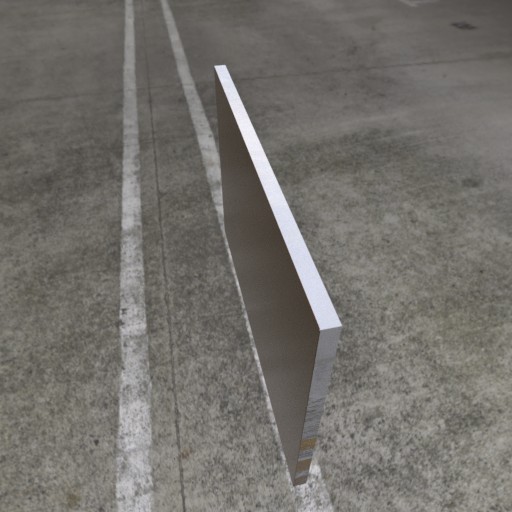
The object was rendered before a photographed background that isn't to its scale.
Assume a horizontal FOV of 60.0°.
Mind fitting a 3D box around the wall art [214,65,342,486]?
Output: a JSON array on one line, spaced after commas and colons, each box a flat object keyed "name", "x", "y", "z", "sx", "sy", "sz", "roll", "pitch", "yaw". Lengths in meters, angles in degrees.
[{"name": "wall art", "x": 0.000, "y": 0.000, "z": 1.413, "sx": 0.041, "sy": 0.762, "sz": 1.145, "roll": -9, "pitch": 45, "yaw": -9}]
